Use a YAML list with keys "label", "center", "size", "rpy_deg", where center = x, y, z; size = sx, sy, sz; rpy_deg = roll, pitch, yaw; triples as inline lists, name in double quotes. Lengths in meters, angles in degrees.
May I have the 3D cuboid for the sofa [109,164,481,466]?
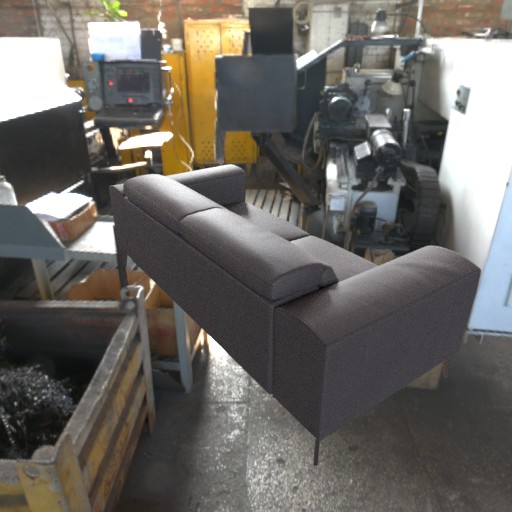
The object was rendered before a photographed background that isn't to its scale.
- label: "sofa"
  center: [0.000, 0.000, 2.795]
  size: [1.048, 0.814, 2.330]
  rpy_deg: [-18, 32, -31]
